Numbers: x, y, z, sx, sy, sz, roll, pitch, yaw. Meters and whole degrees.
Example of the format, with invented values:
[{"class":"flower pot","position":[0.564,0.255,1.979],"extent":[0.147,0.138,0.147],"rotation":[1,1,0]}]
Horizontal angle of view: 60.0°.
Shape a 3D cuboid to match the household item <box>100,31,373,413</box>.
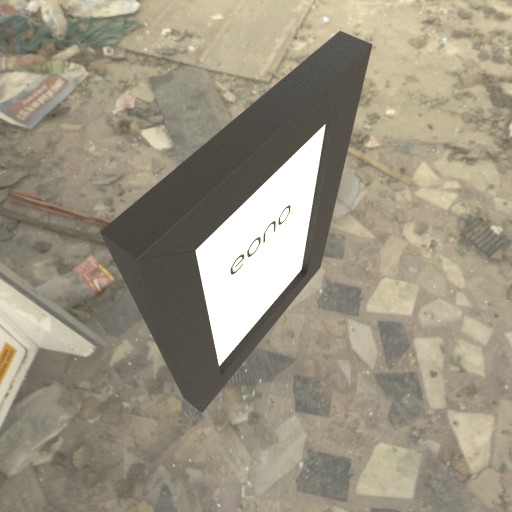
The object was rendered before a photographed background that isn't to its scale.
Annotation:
[{"class":"household item","position":[0.000,0.000,0.231],"extent":[0.022,0.178,0.133],"rotation":[33,63,19]}]
